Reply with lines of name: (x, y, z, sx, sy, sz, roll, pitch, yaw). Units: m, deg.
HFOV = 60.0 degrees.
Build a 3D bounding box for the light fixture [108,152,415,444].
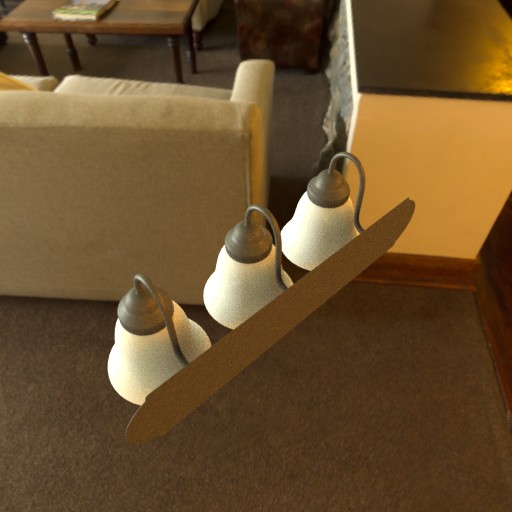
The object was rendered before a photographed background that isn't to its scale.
light fixture: (0.000, 0.000, 0.708, 0.610, 0.222, 0.199, -34, 56, -27)
